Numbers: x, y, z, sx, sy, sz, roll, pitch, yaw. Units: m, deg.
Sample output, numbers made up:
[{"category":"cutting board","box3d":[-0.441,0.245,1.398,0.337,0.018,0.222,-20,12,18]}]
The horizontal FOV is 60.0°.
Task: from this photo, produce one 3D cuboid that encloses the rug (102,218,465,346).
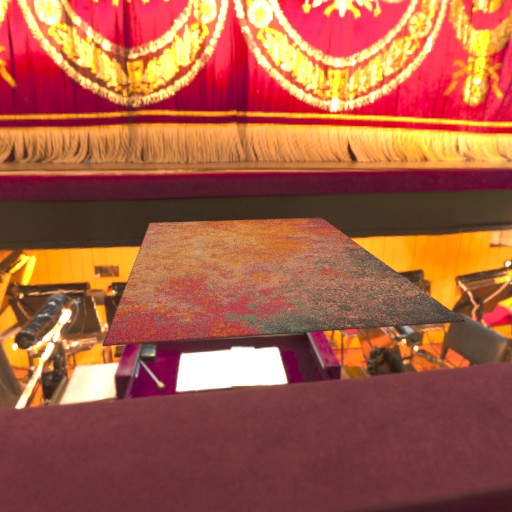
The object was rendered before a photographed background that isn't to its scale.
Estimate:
[{"category":"rug","box3d":[0.000,0.000,3.760,2.007,0.013,2.896,-2,17,-8]}]
